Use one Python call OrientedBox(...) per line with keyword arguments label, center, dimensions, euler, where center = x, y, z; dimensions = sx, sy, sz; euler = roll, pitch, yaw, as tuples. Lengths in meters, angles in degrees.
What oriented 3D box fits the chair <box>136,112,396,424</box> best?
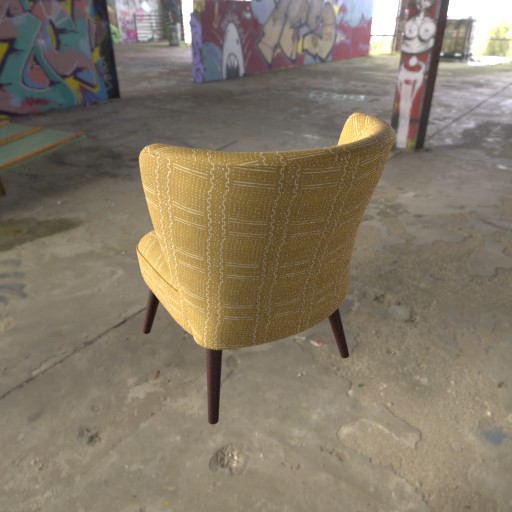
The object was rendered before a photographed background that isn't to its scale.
OrientedBox(label="chair", center=(0.000, 0.000, 1.413), dimensions=(0.706, 0.866, 0.758), euler=(-17, 34, -28))
